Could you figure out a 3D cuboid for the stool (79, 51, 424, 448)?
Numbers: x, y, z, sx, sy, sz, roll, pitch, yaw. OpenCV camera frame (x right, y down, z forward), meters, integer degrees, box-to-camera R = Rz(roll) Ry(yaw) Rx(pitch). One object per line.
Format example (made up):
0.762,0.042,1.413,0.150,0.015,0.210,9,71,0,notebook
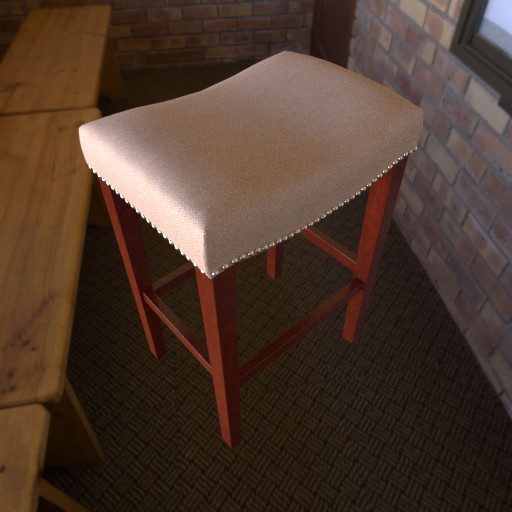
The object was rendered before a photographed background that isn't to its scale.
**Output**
0.000,0.000,1.015,0.504,0.742,0.372,-32,54,-27,stool
